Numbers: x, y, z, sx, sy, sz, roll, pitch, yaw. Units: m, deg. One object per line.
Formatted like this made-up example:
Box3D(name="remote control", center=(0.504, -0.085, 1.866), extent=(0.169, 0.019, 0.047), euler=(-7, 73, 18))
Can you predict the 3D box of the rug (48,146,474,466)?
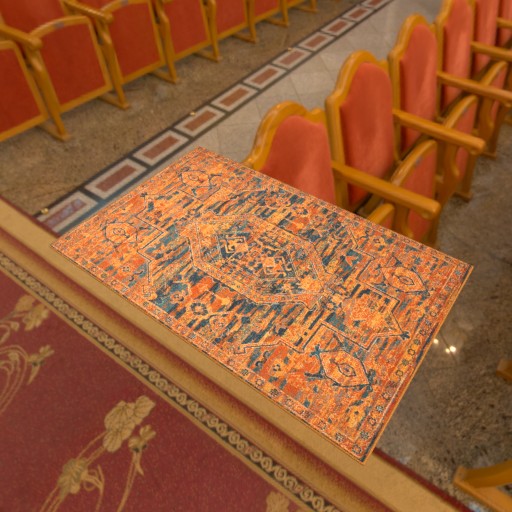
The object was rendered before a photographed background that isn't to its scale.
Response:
Box3D(name="rug", center=(0.000, 0.000, 1.066), extent=(0.863, 0.008, 0.557), euler=(28, 53, 24))
